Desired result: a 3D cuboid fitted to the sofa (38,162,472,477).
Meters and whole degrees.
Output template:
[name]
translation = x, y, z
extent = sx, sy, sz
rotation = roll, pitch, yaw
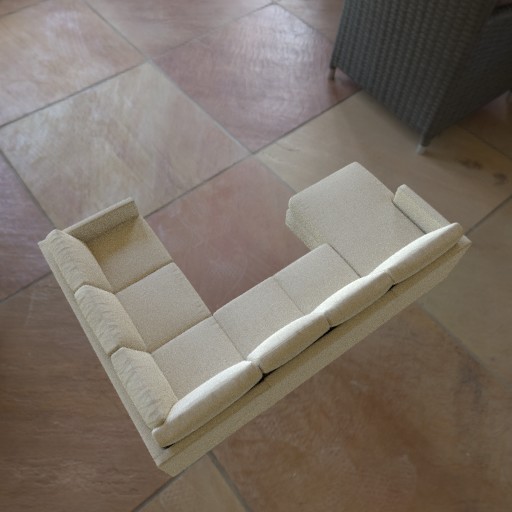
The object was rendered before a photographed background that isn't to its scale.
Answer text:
[sofa]
translation = 0.000, 0.000, 4.474
extent = 3.464, 0.882, 2.448
rotation = -31, 63, -18
